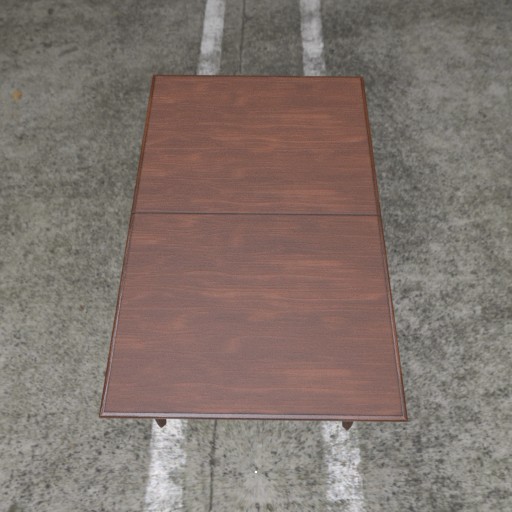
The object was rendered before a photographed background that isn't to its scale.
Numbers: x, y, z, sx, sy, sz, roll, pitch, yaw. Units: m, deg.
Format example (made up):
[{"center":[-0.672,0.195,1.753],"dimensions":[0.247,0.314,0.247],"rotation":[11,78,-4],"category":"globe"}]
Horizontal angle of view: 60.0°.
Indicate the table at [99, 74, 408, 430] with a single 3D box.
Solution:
[{"center":[0.000,0.000,2.085],"dimensions":[0.990,0.761,1.524],"rotation":[1,64,0],"category":"table"}]
